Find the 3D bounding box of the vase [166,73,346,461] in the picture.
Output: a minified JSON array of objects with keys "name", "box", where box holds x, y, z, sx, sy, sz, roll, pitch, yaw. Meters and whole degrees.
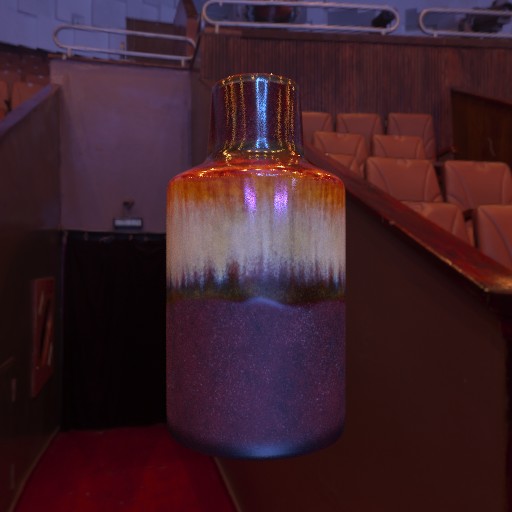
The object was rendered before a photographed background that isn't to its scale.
[{"name":"vase","box":[0.000,0.000,0.272,0.108,0.204,0.108,0,0,0]}]
